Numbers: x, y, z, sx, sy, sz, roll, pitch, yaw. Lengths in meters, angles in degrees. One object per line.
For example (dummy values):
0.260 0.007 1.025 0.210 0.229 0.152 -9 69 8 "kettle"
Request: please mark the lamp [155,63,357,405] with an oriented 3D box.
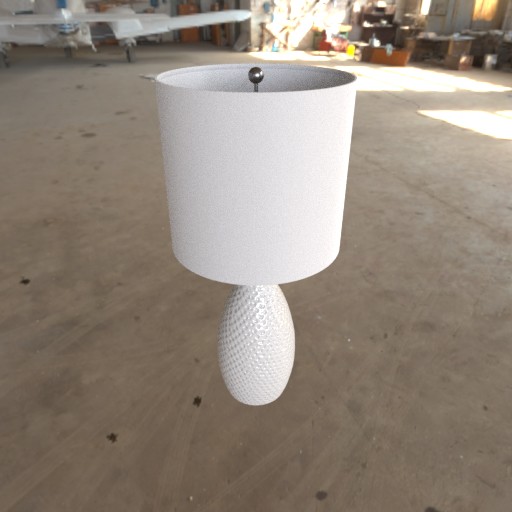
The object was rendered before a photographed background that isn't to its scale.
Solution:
0.000 0.000 0.589 0.214 0.466 0.214 1 30 1 "lamp"
